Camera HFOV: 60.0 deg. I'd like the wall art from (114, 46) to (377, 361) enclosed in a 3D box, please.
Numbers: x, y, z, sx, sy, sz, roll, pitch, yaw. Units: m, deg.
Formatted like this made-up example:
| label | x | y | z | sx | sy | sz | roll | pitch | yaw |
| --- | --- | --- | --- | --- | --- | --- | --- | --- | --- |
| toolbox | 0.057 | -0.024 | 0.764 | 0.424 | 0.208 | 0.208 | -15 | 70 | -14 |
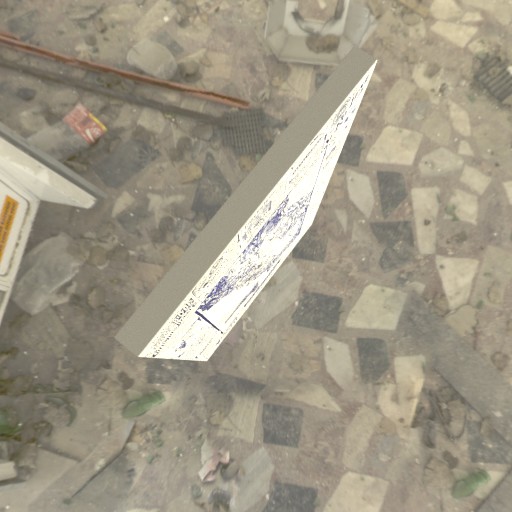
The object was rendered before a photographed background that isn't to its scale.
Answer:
| label | x | y | z | sx | sy | sz | roll | pitch | yaw |
| --- | --- | --- | --- | --- | --- | --- | --- | --- | --- |
| wall art | 0.000 | 0.000 | 0.941 | 0.039 | 0.753 | 0.511 | 37 | 79 | 8 |
